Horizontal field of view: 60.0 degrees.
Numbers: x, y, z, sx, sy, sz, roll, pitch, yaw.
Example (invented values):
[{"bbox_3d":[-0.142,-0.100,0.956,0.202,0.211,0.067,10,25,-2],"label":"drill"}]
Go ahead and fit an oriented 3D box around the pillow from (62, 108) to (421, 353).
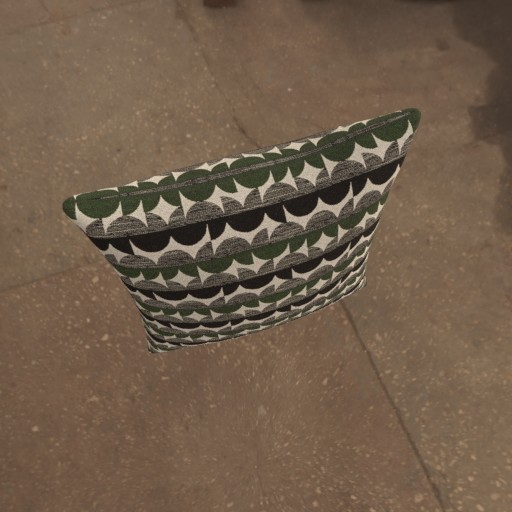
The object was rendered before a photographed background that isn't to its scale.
[{"bbox_3d":[0.000,0.000,0.650,0.419,0.404,0.180,-17,66,-8],"label":"pillow"}]
